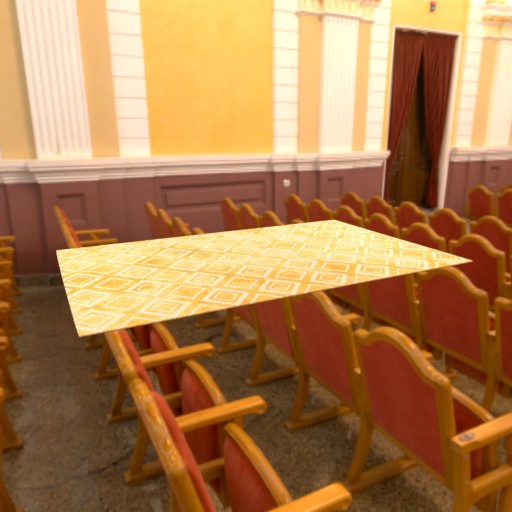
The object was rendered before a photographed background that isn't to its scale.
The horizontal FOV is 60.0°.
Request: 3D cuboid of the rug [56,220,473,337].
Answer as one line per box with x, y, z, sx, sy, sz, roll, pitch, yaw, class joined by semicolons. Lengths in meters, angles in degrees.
0.000;0.000;3.018;2.424;0.010;1.511;-8;18;-26;rug
